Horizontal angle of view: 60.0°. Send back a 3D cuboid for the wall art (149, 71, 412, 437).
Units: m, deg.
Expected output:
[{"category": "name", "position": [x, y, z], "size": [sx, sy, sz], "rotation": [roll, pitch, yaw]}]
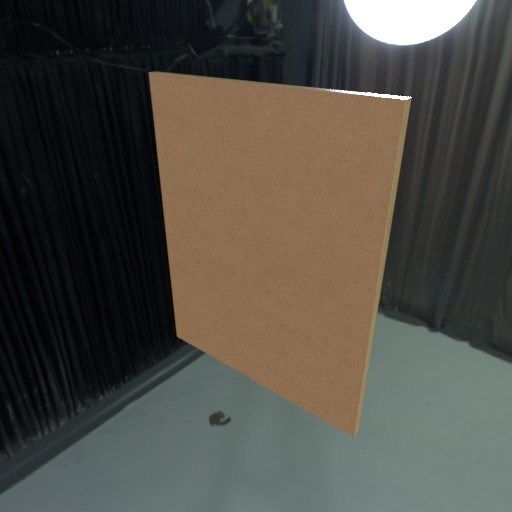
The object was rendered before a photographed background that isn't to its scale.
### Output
[{"category": "wall art", "position": [0.000, 0.000, 1.365], "size": [0.798, 1.002, 0.030], "rotation": [21, 35, 33]}]
